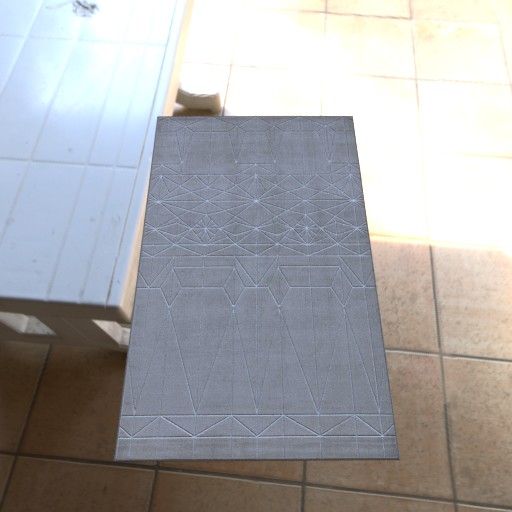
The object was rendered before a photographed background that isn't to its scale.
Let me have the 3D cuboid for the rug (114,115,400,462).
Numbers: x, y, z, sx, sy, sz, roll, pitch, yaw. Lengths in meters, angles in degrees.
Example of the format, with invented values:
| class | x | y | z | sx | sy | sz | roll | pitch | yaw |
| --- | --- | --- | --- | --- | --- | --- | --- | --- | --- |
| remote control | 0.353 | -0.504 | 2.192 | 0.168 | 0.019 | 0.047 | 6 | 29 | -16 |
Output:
| class | x | y | z | sx | sy | sz | roll | pitch | yaw |
| --- | --- | --- | --- | --- | --- | --- | --- | --- | --- |
| rug | 0.000 | 0.000 | 2.905 | 1.524 | 0.012 | 2.438 | 0 | 63 | 0 |
